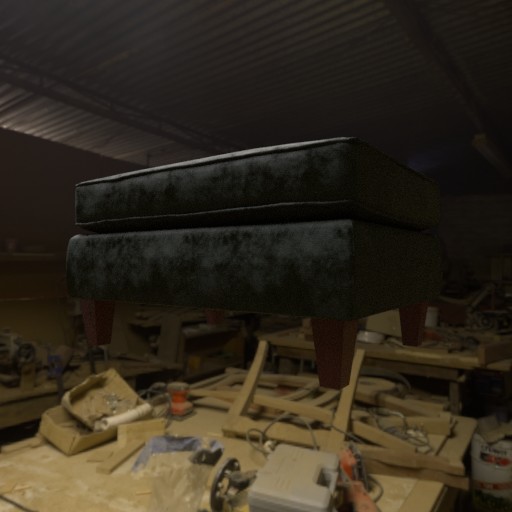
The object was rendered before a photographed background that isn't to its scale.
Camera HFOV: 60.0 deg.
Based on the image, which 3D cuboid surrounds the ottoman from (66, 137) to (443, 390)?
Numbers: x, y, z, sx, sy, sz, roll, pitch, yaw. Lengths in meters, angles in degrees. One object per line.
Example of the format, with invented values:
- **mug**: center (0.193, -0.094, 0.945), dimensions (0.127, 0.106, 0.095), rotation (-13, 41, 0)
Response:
- **ottoman**: center (0.000, 0.000, 1.236), dimensions (0.864, 0.495, 0.632), rotation (0, -1, 35)
